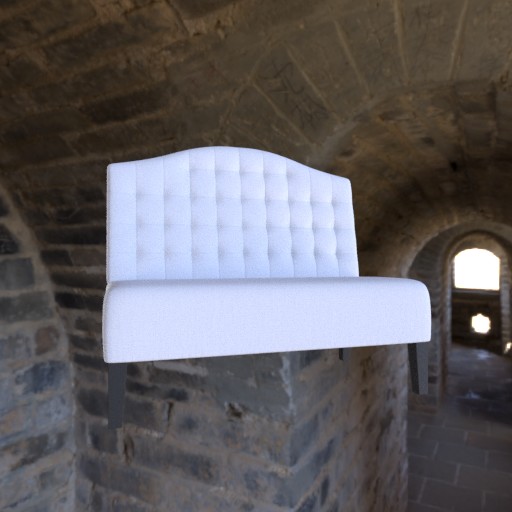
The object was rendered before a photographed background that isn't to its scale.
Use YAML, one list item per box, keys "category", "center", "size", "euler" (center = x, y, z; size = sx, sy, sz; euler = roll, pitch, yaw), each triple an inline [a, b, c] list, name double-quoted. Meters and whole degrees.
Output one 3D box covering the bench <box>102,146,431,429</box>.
- category: "bench"
  center: [0.000, 0.000, 2.066]
  size: [1.335, 1.180, 0.815]
  euler: [0, 0, -18]
